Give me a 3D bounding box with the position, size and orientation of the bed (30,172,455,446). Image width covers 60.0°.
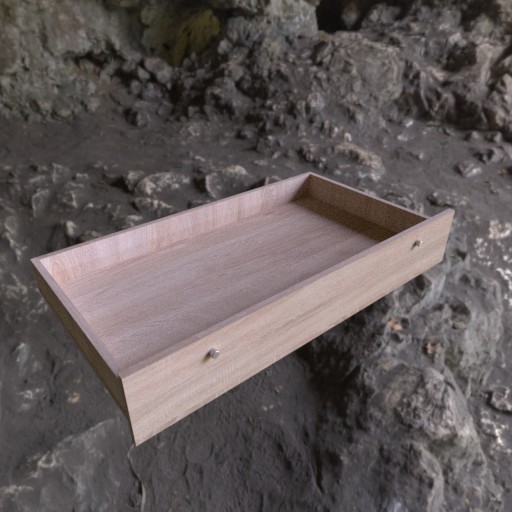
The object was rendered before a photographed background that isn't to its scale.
[{"bbox_3d":[0.000,0.000,1.444,1.200,0.209,0.685,-23,38,-33],"label":"bed"}]
